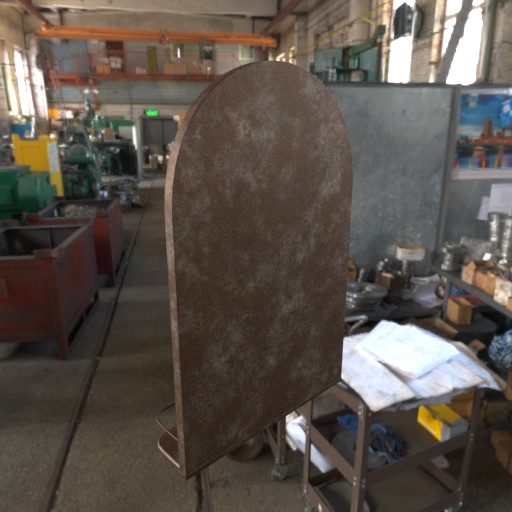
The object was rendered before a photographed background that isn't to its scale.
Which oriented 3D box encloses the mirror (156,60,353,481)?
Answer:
[{"bbox_3d":[0.000,0.000,0.964,0.510,0.770,0.137,-15,22,-42],"label":"mirror"}]
